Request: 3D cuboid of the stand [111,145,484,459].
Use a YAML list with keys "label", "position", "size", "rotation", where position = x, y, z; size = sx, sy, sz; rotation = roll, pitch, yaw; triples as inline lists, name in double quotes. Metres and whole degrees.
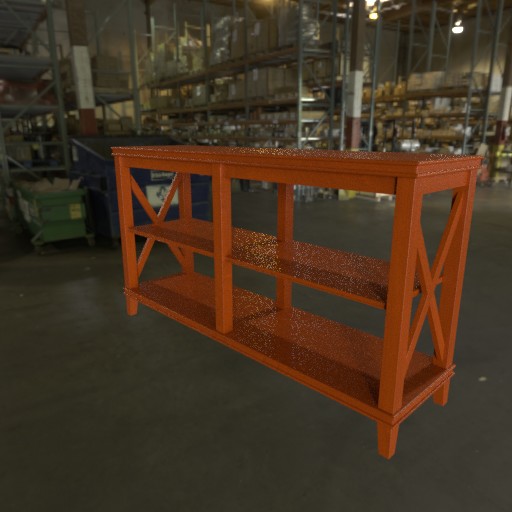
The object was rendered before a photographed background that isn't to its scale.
- label: "stand"
  position: [0.000, 0.000, 1.641]
  size: [0.381, 0.762, 1.372]
  rotation: [-15, 21, -43]
